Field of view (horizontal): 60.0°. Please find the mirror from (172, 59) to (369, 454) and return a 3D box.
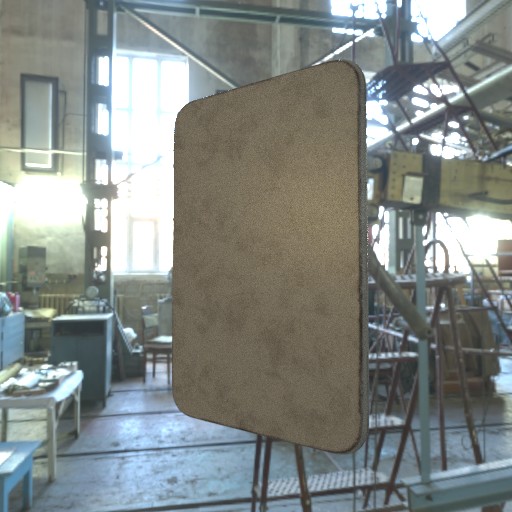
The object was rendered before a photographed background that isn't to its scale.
[{"bbox_3d":[0.000,0.000,0.894,0.461,0.713,0.024,-1,-2,34],"label":"mirror"}]
